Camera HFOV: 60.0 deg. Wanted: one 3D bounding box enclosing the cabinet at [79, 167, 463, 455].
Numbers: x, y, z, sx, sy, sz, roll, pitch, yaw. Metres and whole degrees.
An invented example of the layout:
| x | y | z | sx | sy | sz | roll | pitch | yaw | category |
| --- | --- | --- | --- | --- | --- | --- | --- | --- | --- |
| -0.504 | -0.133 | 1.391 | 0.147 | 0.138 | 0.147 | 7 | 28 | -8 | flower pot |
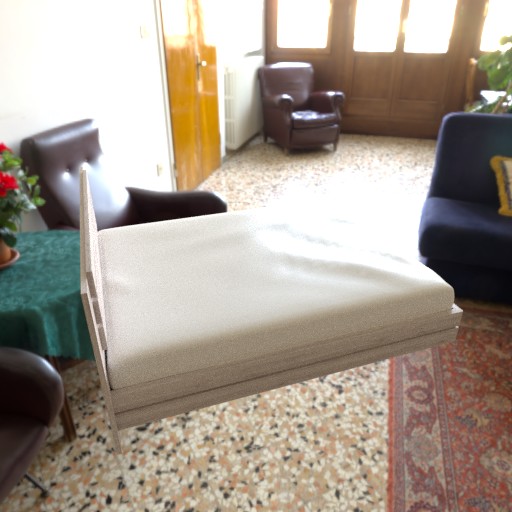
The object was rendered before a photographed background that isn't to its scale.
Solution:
| x | y | z | sx | sy | sz | roll | pitch | yaw | category |
| --- | --- | --- | --- | --- | --- | --- | --- | --- | --- |
| 0.000 | 0.000 | 2.995 | 2.080 | 0.970 | 1.750 | -10 | 30 | -17 | cabinet |
